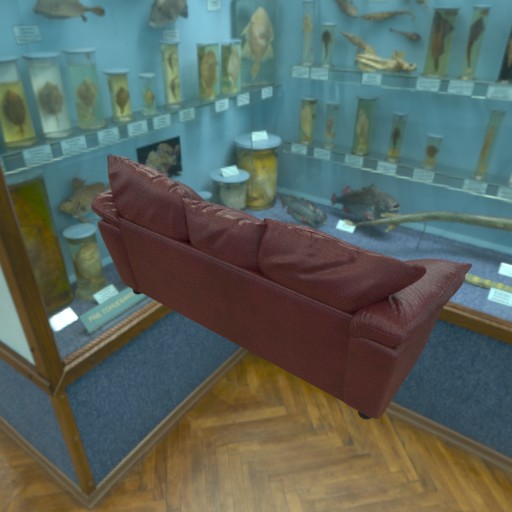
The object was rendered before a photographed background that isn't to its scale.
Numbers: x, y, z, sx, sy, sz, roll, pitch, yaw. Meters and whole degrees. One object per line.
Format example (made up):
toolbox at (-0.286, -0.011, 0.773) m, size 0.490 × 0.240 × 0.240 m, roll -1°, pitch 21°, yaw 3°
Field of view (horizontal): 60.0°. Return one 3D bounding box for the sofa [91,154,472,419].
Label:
sofa at (0.000, 0.000, 2.894) m, size 2.390 × 1.091 × 0.907 m, roll 21°, pitch 37°, yaw 31°
